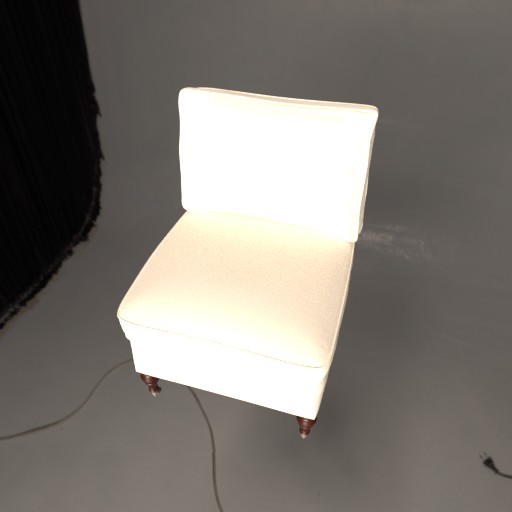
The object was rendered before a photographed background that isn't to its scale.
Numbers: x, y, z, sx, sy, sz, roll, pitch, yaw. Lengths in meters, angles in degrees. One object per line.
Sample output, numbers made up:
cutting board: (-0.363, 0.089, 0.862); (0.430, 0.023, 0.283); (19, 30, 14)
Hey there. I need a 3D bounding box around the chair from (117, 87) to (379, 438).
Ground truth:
chair: (0.000, 0.000, 1.447); (0.630, 0.887, 0.781); (11, 43, 12)
